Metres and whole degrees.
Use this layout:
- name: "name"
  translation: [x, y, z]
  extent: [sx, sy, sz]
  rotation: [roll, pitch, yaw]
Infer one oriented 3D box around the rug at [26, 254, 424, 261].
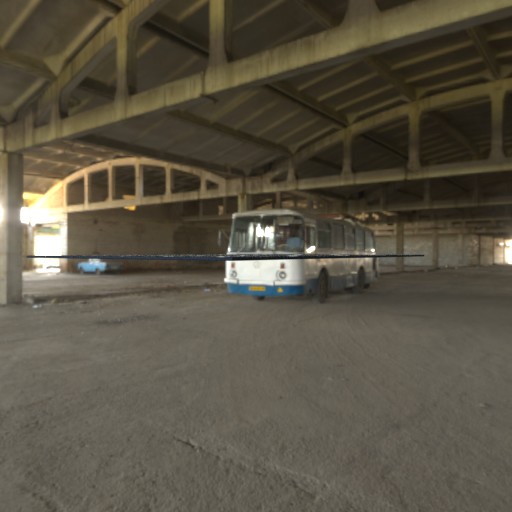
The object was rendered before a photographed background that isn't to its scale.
- name: "rug"
  translation: [0.000, 0.000, 2.948]
  extent: [1.526, 0.014, 2.290]
  rotation: [0, 1, 37]
